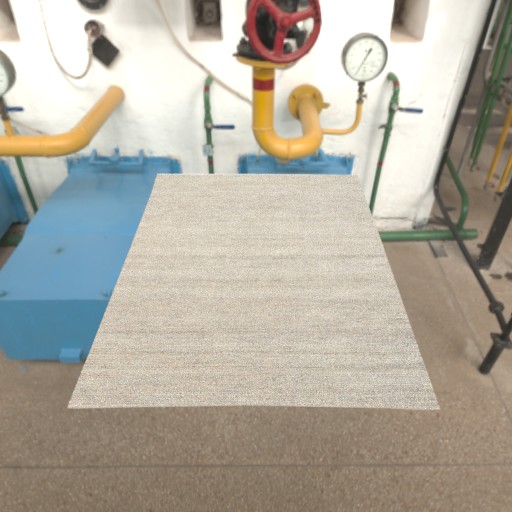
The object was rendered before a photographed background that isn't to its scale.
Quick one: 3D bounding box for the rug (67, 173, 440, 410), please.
[{"bbox_3d":[0.000,0.000,4.673,2.757,0.051,3.626,0,38,1],"label":"rug"}]
